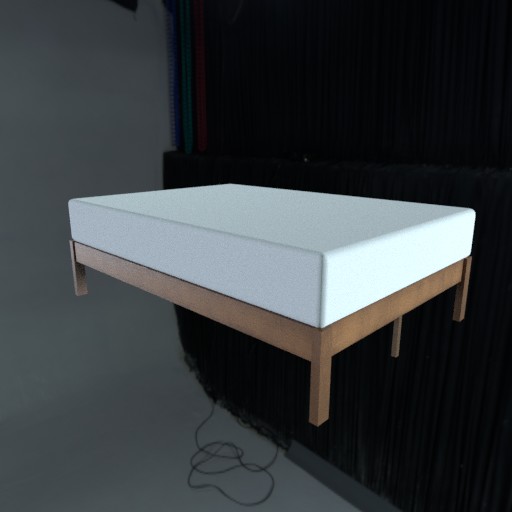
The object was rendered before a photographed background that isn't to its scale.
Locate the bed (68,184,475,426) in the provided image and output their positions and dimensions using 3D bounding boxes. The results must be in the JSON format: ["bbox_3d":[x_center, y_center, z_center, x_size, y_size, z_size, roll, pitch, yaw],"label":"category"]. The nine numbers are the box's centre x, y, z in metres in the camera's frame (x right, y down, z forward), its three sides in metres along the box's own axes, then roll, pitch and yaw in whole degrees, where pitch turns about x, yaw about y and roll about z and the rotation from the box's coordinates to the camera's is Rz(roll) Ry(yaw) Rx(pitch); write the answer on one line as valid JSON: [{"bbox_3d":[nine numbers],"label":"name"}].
[{"bbox_3d":[0.000,0.000,2.582,1.927,0.616,1.348,14,20,43],"label":"bed"}]
